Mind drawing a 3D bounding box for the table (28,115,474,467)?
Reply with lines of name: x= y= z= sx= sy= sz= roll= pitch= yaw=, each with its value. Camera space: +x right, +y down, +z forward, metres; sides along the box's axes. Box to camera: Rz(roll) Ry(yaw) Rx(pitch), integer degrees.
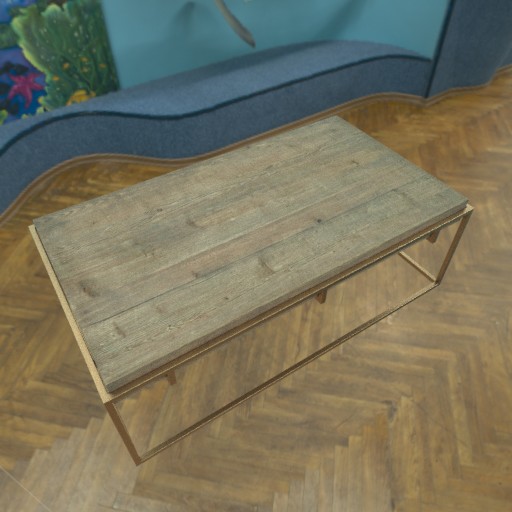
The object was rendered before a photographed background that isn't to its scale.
table: x=0.000 y=0.000 z=1.714 sx=1.387 sy=0.468 sz=0.775 roll=-25 pitch=50 yaw=-22
